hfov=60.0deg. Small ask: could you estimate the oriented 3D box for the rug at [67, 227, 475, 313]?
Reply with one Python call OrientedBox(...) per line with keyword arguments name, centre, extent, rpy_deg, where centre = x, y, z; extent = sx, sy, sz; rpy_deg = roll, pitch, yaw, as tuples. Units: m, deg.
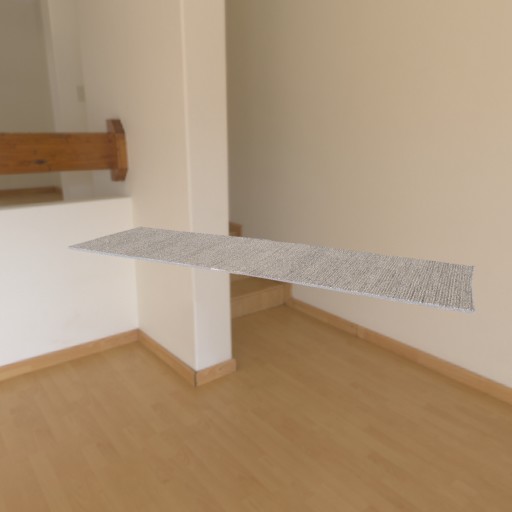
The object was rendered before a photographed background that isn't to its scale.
OrientedBox(name="rug", centre=(0.000, 0.000, 2.581), extent=(2.320, 0.032, 0.692), rpy_deg=(8, 17, 26))
